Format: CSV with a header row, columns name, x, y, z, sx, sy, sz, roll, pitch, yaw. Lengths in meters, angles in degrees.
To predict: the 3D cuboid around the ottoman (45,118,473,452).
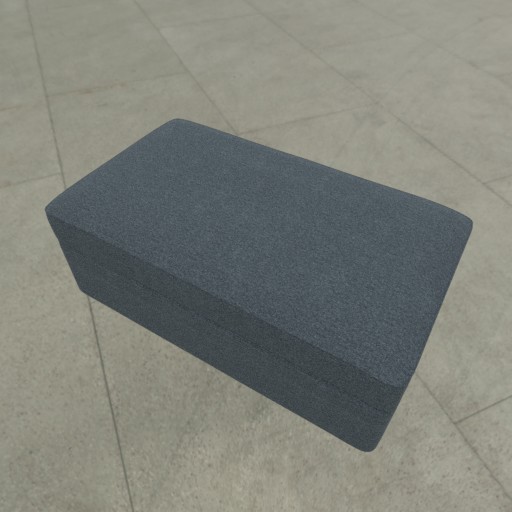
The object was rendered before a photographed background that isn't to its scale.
name,x,y,z,sx,sy,sz,roll,pitch,yaw
ottoman,0.000,0.000,1.499,1.173,0.494,0.681,24,51,21
